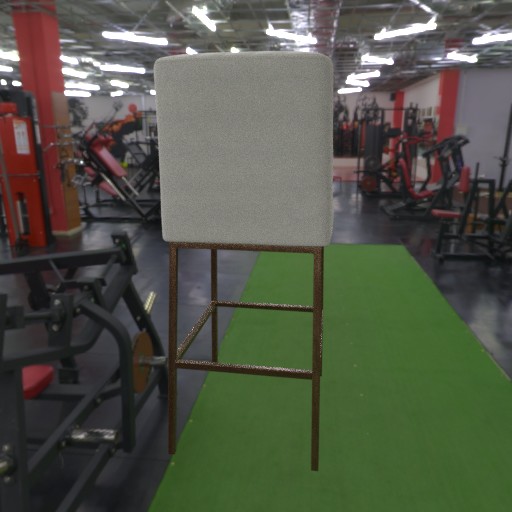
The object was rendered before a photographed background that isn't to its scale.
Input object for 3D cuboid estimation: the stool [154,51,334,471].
[{"bbox_3d":[0.000,0.000,1.373,0.462,1.084,0.546,2,16,9],"label":"stool"}]
